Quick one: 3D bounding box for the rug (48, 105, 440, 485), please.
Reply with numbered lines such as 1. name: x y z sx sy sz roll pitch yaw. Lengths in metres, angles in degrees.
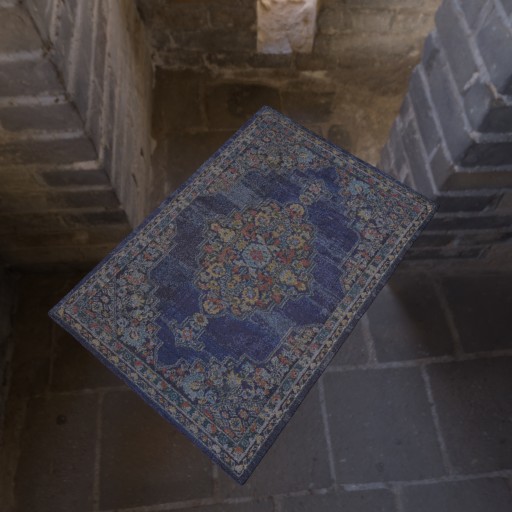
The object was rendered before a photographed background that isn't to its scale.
1. rug: 0.000 0.000 3.860 2.053 0.011 2.940 35 68 16
